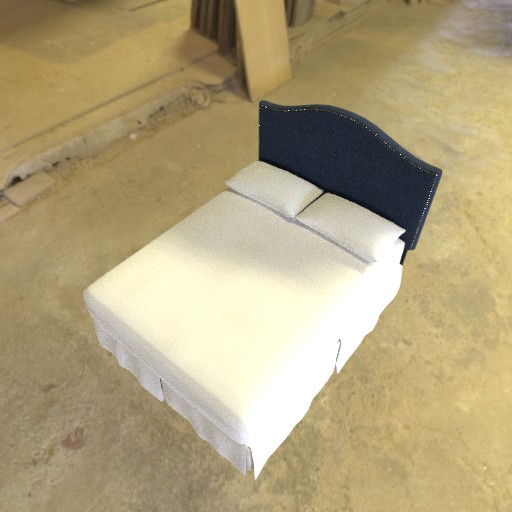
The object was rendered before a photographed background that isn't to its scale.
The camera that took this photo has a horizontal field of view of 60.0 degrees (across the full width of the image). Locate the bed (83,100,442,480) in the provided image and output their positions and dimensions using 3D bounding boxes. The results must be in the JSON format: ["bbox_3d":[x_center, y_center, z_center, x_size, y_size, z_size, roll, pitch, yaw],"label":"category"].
[{"bbox_3d":[0.000,0.000,3.318,1.713,1.518,2.153,31,53,26],"label":"bed"}]
